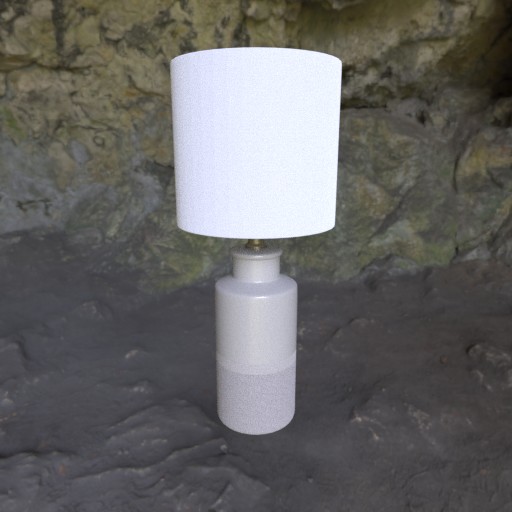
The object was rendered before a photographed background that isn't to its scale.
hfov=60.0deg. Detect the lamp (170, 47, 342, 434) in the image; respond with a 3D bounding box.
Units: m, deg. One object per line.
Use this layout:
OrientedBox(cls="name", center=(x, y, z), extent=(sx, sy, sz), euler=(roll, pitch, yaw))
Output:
OrientedBox(cls="lamp", center=(0.000, 0.000, 0.616), extent=(0.212, 0.493, 0.212), euler=(13, 19, 42))
